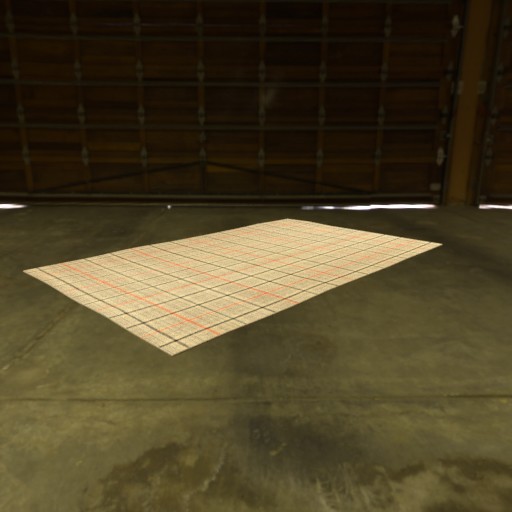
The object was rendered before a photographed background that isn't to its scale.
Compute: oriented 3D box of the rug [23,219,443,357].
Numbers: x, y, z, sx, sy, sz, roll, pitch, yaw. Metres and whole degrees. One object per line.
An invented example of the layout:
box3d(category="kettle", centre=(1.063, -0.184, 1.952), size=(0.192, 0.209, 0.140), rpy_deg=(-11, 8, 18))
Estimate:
box3d(category="rug", centre=(0.000, 0.000, 2.983), size=(1.524, 0.015, 2.439), rpy_deg=(14, 21, 42))
